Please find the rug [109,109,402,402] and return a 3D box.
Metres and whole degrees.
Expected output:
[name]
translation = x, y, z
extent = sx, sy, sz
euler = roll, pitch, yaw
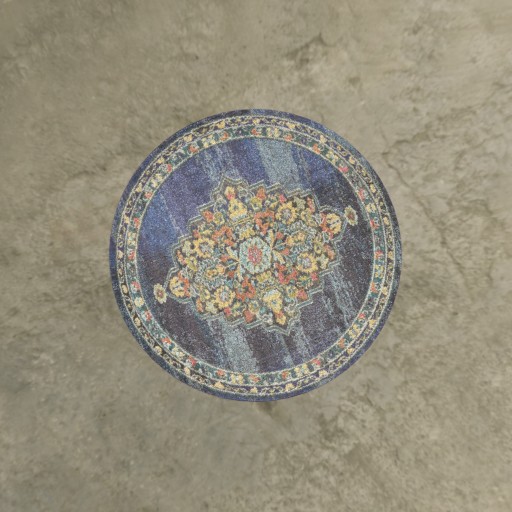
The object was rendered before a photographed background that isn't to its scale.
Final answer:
[rug]
translation = 0.000, 0.000, 3.611
extent = 2.386, 0.014, 2.386
euler = 0, 91, -1
